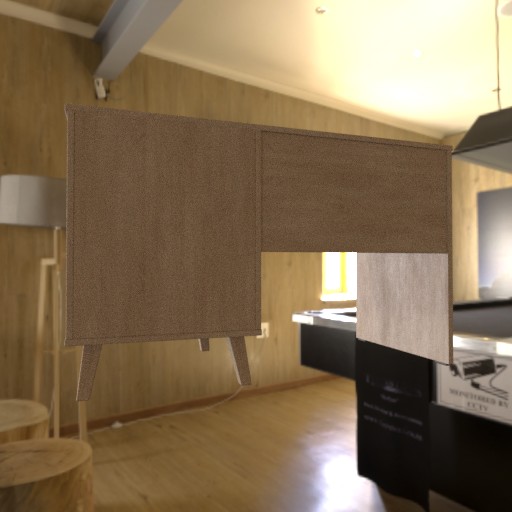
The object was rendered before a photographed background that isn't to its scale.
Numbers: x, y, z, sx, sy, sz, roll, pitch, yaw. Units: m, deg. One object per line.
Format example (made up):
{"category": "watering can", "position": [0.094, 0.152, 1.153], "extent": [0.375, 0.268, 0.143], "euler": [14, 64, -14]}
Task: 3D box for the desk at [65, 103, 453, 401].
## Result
{"category": "desk", "position": [0.000, 0.000, 1.622], "extent": [1.251, 0.770, 0.600], "euler": [0, -1, -19]}
